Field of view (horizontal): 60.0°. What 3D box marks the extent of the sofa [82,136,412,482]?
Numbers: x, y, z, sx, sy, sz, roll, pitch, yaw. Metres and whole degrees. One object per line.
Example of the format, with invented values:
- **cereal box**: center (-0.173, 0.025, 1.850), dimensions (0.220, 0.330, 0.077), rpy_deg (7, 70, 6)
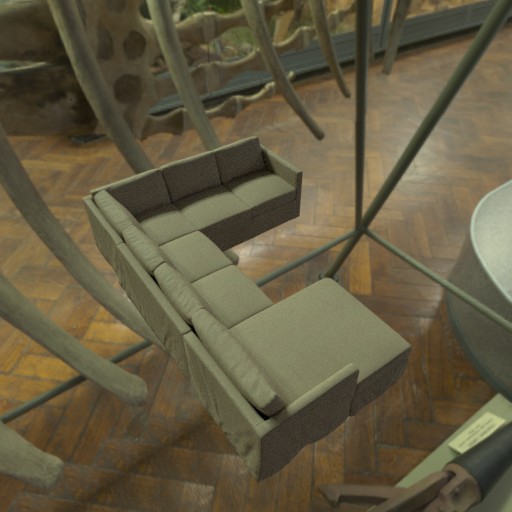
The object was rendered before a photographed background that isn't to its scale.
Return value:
- **sofa**: center (0.000, 0.000, 4.655), dimensions (2.476, 0.878, 3.528), rpy_deg (-25, 47, -26)
